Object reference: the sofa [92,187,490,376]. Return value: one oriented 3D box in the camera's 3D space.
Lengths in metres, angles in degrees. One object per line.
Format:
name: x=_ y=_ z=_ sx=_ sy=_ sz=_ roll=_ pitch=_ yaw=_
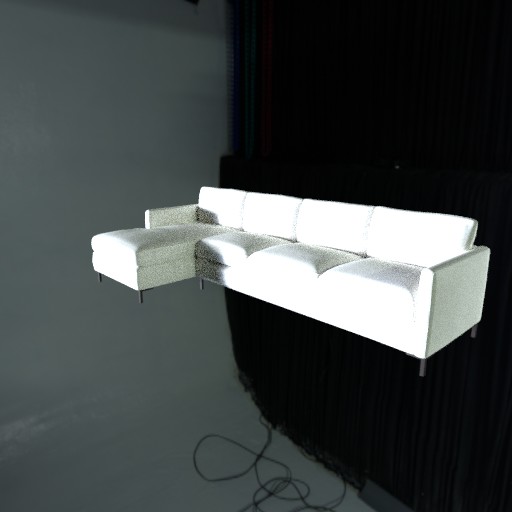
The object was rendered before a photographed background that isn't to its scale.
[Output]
sofa: x=0.000 y=0.000 z=3.681 sx=1.467 sy=0.875 sz=3.186 roll=-13 pitch=20 yaw=-42
